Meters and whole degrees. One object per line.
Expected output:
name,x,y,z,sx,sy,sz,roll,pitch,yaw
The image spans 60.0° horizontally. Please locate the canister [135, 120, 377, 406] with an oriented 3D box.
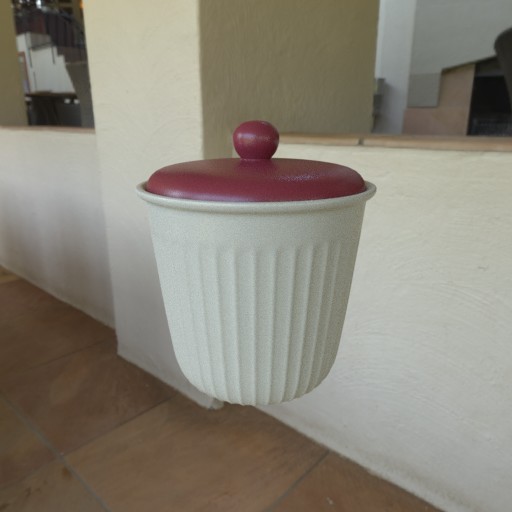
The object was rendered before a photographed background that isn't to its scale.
canister,0.000,0.000,0.360,0.181,0.211,0.181,0,17,0
